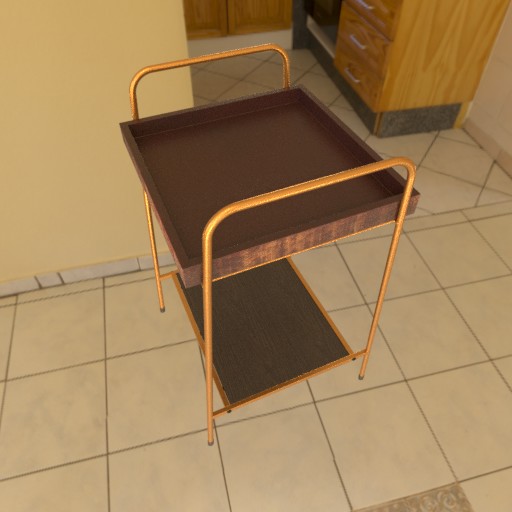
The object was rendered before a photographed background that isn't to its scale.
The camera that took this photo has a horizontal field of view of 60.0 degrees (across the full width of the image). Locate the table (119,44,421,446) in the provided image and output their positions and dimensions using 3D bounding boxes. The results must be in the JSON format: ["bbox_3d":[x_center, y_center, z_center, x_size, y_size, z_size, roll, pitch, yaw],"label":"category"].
[{"bbox_3d":[0.000,0.000,0.969,0.430,0.710,0.430,-18,50,-16],"label":"table"}]
